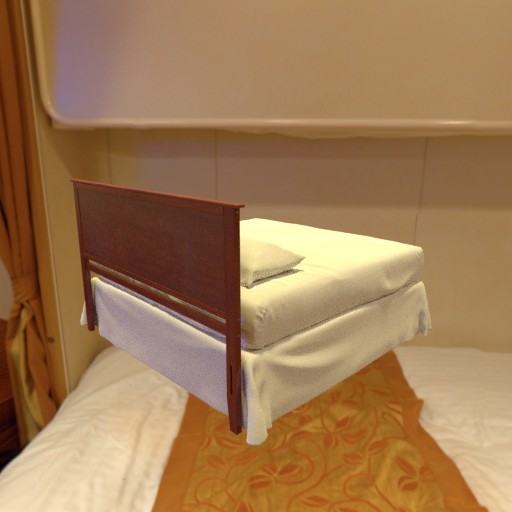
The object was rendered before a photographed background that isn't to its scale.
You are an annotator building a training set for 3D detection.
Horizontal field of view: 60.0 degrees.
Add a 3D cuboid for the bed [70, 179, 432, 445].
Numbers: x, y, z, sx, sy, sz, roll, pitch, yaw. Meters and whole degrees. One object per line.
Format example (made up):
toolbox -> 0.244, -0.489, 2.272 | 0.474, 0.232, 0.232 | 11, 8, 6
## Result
bed -> 0.000, 0.000, 3.700 | 2.219, 1.271, 2.314 | -13, 20, -42
